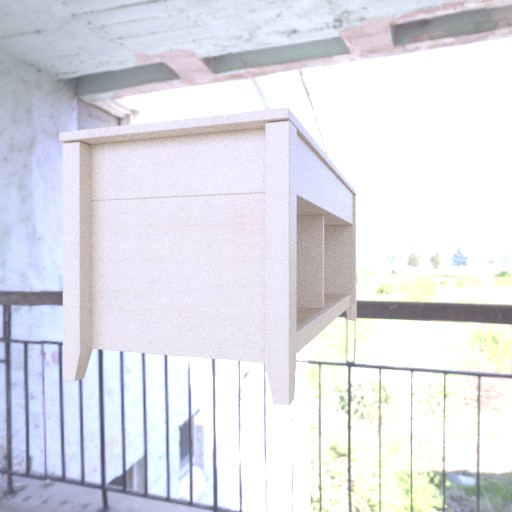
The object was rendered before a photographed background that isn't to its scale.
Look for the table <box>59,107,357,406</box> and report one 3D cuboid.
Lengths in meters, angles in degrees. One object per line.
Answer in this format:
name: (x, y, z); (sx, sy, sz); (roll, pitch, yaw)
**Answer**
table: (0.000, 0.000, 1.265); (0.457, 0.483, 1.016); (0, 0, 19)
